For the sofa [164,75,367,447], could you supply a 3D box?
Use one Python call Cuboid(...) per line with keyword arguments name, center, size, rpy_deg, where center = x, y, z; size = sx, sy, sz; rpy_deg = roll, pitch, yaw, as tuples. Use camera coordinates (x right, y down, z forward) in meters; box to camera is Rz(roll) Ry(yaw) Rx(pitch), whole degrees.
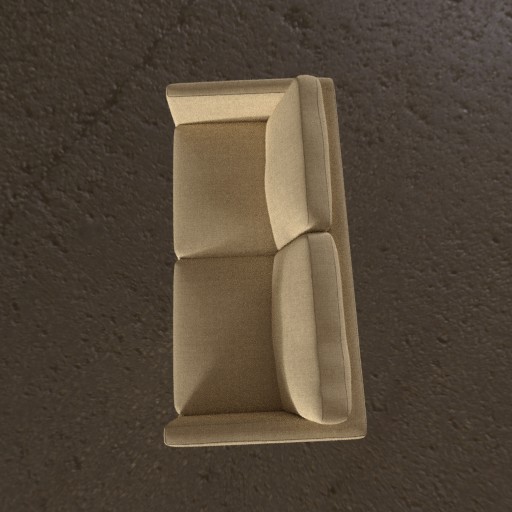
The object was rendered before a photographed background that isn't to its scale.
Cuboid(name="sofa", center=(0.000, 0.000, 2.475), size=(0.950, 0.963, 1.884), rpy_deg=(-2, 76, -1))
